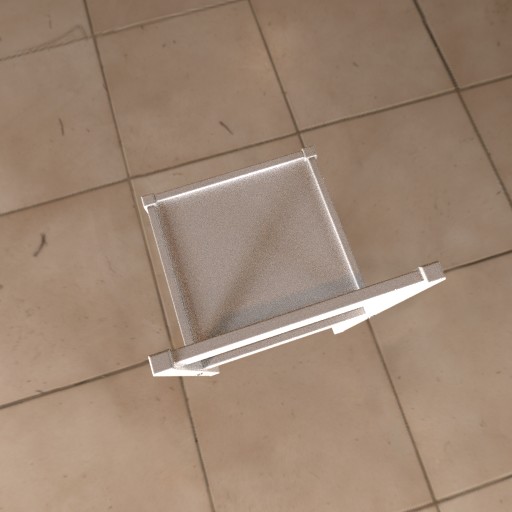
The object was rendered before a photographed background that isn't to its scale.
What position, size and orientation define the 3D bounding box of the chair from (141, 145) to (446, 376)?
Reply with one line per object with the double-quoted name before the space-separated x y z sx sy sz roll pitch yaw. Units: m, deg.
"chair" 0.000 0.000 0.680 0.285 0.505 0.285 -18 76 -5
